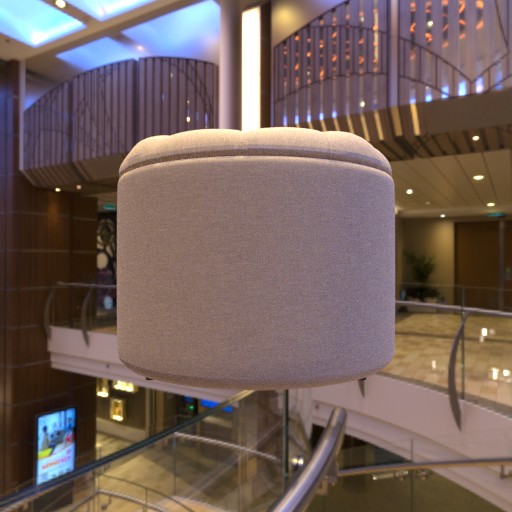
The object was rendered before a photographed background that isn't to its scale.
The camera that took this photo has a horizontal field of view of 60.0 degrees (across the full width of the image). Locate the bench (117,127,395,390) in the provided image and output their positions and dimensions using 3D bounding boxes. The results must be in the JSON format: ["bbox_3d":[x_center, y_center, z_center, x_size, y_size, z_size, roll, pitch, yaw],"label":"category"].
[{"bbox_3d":[0.000,0.000,1.002,0.600,0.454,0.600,0,-1,0],"label":"bench"}]
